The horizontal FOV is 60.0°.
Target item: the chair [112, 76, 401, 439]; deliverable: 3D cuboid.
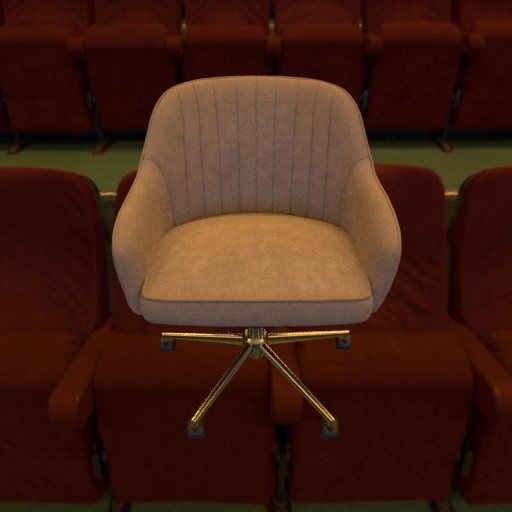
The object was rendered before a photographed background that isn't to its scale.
[{"bbox_3d":[0.000,0.000,1.210,0.635,0.831,0.573,0,32,0],"label":"chair"}]
